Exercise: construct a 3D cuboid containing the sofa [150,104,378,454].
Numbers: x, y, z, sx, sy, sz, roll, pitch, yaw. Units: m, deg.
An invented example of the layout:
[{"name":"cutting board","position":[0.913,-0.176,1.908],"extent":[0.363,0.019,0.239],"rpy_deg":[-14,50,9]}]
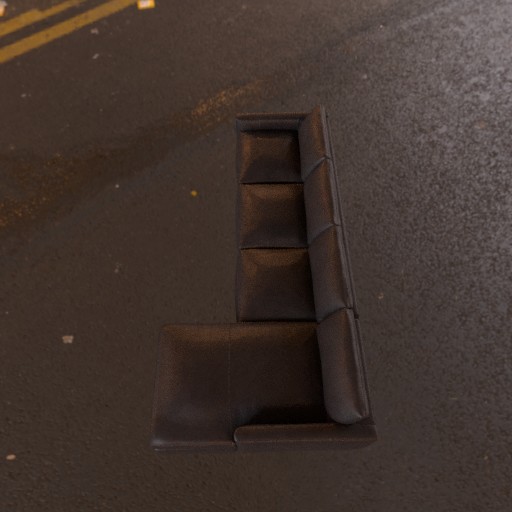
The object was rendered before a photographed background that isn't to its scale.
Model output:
[{"name":"sofa","position":[0.000,0.000,3.699],"extent":[1.471,0.859,2.993],"rpy_deg":[-1,59,-1]}]
